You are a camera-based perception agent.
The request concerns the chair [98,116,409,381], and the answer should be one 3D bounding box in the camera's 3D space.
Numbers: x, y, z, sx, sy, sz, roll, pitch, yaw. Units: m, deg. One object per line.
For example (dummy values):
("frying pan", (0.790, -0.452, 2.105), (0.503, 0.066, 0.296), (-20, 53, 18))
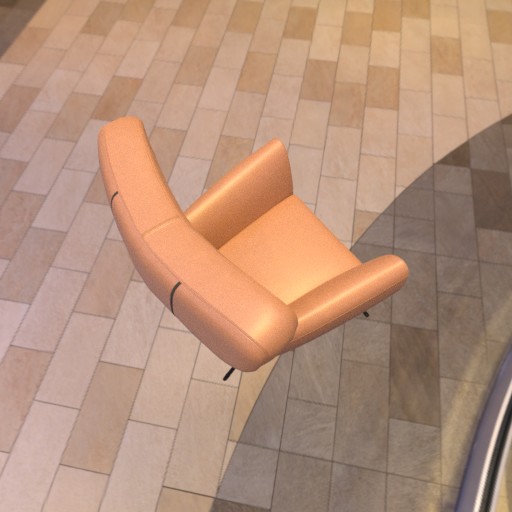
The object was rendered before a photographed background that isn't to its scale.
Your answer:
("chair", (0.000, 0.000, 1.805), (0.900, 1.050, 0.980), (-31, 64, -17))
